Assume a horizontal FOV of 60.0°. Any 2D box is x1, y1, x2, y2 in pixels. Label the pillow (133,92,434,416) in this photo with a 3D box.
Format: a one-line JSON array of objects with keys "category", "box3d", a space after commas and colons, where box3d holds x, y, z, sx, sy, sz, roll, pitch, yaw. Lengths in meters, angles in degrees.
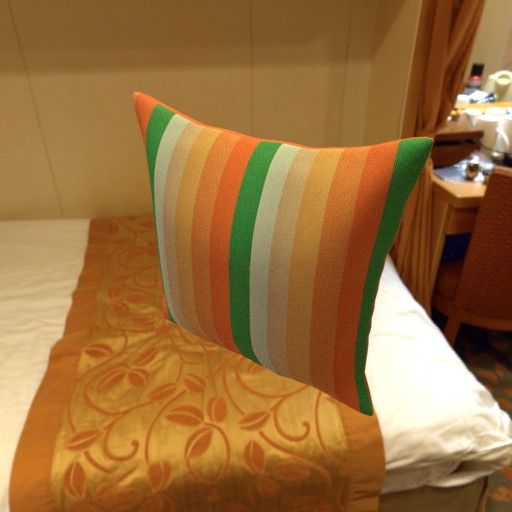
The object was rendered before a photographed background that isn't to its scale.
[{"category": "pillow", "box3d": [0.000, 0.000, 0.692, 0.453, 0.444, 0.169, 19, 36, 28]}]
